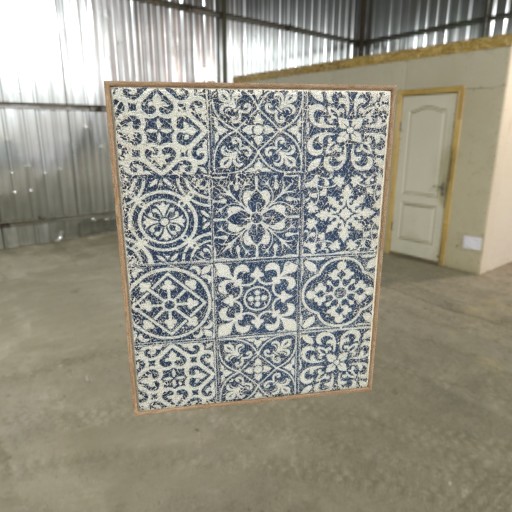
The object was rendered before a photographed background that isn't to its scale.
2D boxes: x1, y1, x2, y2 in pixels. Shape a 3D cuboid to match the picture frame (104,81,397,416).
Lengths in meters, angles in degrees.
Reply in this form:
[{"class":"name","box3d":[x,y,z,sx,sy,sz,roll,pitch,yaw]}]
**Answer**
[{"class":"picture frame","box3d":[0.000,0.000,0.727,0.424,0.526,0.043,-3,17,-10]}]
